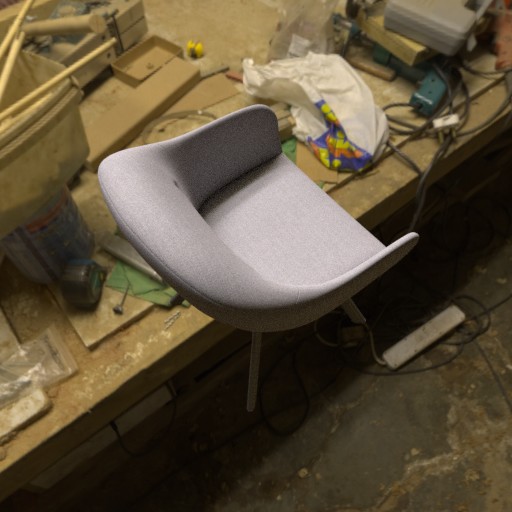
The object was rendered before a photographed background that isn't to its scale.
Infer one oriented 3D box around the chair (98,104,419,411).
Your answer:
[{"bbox_3d":[0.000,0.000,1.143,0.570,0.780,0.540,-33,64,-19],"label":"chair"}]
